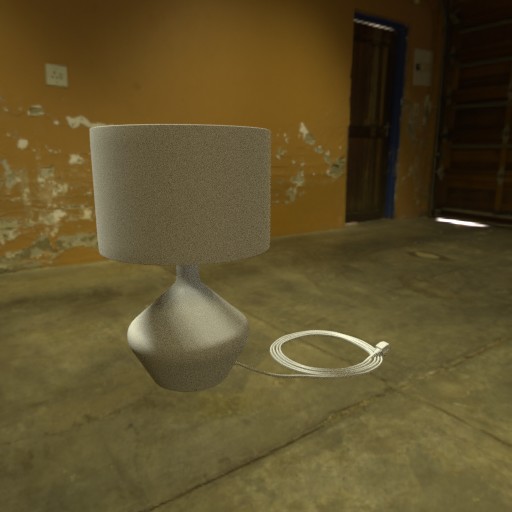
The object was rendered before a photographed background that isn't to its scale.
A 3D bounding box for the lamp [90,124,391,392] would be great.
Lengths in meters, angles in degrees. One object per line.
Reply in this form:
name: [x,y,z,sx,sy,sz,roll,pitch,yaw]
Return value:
lamp: [0.000,0.000,0.844,0.546,0.457,0.401,2,13,9]
